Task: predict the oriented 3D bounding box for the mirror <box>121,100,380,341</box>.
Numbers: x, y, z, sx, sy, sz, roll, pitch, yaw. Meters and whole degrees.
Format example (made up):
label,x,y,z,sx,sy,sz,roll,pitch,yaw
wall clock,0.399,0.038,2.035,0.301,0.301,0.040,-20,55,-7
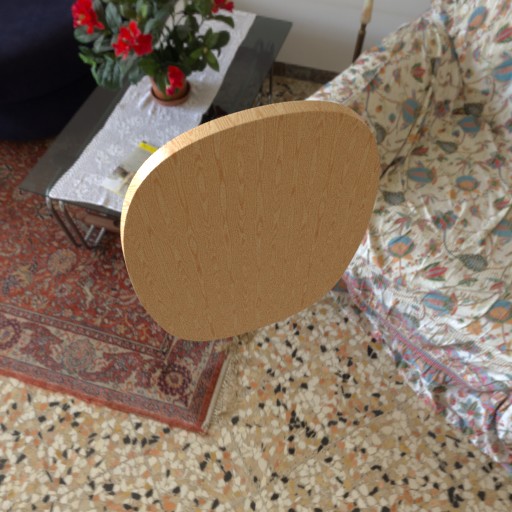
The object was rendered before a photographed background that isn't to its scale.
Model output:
label,x,y,z,sx,sy,sz,roll,pitch,yaw
mirror,0.000,0.000,1.329,0.724,1.075,0.037,-17,60,-10
